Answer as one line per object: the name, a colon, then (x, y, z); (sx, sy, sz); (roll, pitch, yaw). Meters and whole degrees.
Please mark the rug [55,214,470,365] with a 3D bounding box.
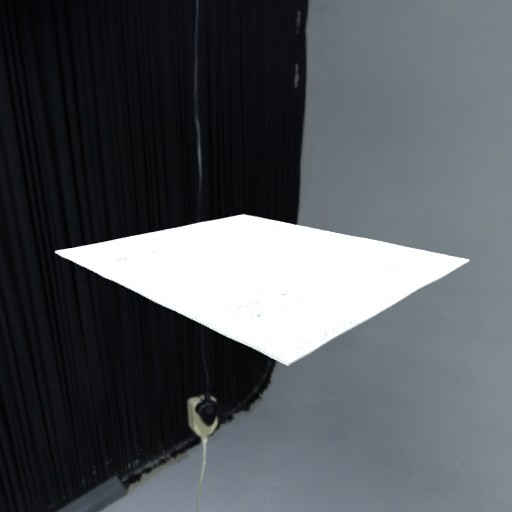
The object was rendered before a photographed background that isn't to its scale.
rug: (0.000, 0.000, 0.895); (0.639, 0.006, 0.548); (16, 23, 42)
